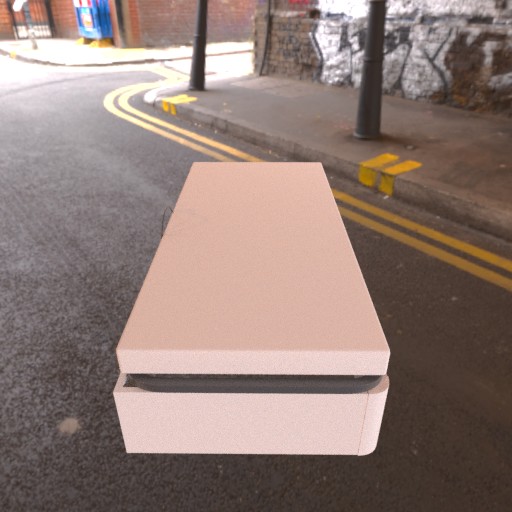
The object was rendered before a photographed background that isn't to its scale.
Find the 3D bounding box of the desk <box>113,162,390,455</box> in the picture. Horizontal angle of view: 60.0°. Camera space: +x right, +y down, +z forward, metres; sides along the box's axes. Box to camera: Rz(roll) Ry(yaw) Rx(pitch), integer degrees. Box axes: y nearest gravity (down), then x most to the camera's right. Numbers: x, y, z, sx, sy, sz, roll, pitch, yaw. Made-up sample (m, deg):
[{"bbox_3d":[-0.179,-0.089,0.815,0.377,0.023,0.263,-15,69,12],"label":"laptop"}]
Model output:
[{"bbox_3d":[0.000,0.000,2.260,0.900,0.526,1.900,0,30,0],"label":"desk"}]
